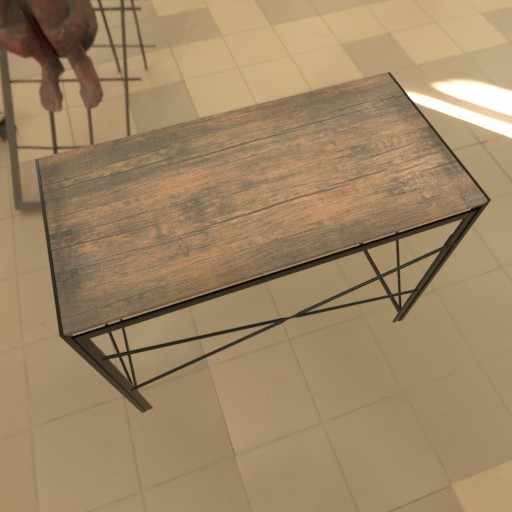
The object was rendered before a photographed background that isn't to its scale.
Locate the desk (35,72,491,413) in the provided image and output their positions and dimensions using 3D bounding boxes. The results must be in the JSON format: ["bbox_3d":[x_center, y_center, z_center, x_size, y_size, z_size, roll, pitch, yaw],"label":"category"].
[{"bbox_3d":[0.000,0.000,1.416,1.015,0.747,0.505,-17,61,-10],"label":"desk"}]
